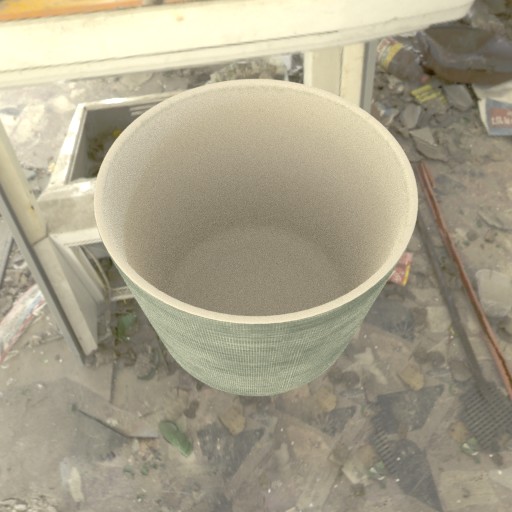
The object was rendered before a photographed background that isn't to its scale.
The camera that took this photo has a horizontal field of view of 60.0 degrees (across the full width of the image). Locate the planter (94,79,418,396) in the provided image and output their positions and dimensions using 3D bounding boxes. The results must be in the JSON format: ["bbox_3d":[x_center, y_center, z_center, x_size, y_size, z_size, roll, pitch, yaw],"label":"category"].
[{"bbox_3d":[0.000,0.000,0.777,0.440,0.398,0.440,0,57,0],"label":"planter"}]
